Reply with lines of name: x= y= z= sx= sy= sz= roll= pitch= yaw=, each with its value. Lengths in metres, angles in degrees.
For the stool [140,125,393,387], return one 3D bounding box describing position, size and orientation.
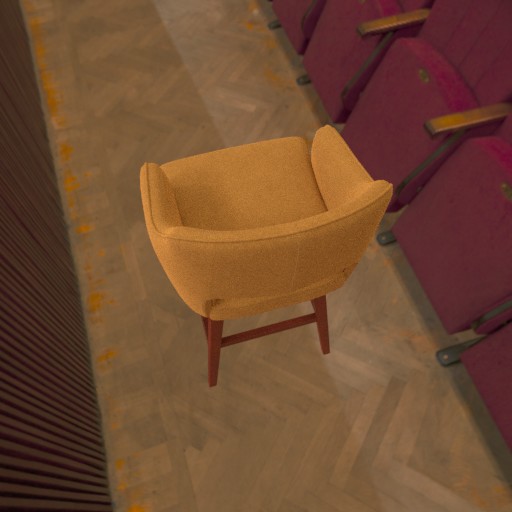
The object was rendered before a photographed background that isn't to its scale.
stool: x=0.000 y=0.000 z=1.333 sx=0.548 sy=1.012 sz=0.558 roll=-14 pitch=60 yaw=-8
